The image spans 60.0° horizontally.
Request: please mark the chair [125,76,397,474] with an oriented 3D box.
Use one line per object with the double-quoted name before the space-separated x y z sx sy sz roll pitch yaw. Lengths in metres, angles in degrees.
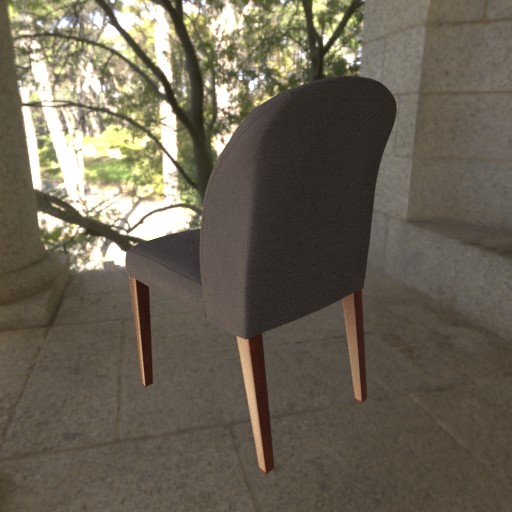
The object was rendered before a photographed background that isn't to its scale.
"chair" 0.000 0.000 1.224 0.506 0.879 0.619 -15 22 -42
